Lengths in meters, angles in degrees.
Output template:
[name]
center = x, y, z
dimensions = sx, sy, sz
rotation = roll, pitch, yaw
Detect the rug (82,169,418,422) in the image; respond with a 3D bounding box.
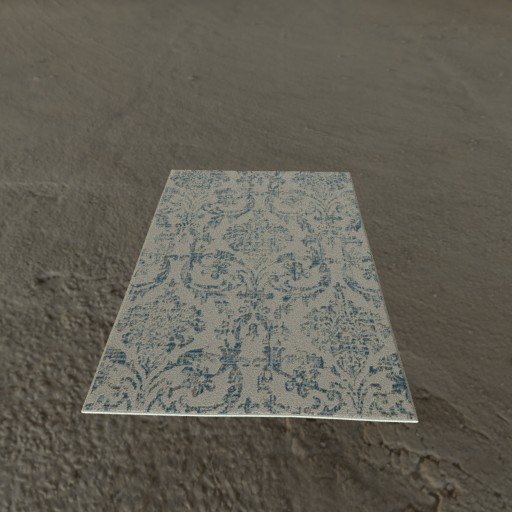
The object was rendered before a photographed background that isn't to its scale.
[rug]
center = 0.000, 0.000, 2.298
dimensions = 1.213, 0.012, 1.831
rotation = 1, 39, 1
